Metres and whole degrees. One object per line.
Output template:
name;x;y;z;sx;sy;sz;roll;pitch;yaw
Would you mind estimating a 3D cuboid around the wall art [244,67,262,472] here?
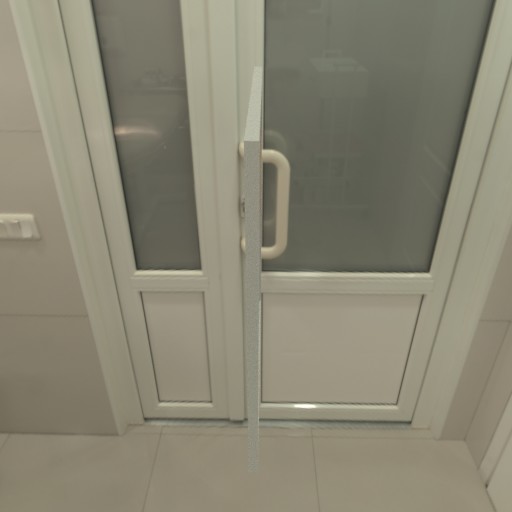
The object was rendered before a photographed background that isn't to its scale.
wall art;0.000;0.000;0.646;0.013;0.456;0.382;1;32;1
